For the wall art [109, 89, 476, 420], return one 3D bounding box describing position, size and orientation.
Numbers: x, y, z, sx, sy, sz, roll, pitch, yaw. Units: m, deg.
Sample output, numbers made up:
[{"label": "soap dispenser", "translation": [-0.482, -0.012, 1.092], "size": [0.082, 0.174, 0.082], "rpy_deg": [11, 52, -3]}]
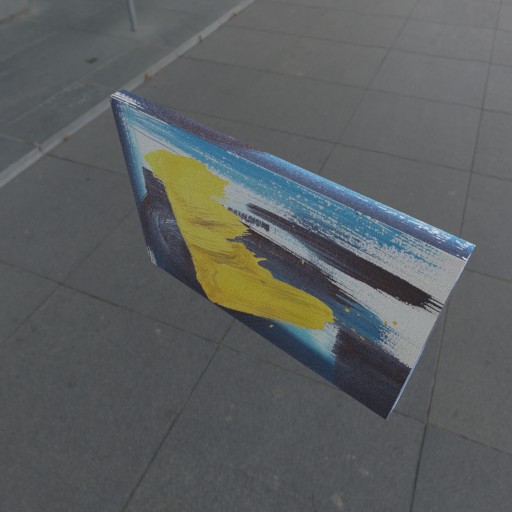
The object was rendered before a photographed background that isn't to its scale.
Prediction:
[{"label": "wall art", "translation": [0.000, 0.000, 0.768], "size": [0.609, 0.406, 0.033], "rpy_deg": [30, 53, 26]}]
